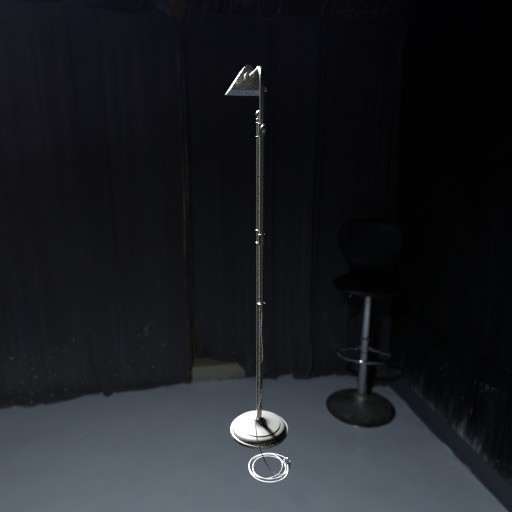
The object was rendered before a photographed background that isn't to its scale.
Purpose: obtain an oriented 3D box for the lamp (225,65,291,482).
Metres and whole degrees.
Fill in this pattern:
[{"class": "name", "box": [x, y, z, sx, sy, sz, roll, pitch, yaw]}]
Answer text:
[{"class": "lamp", "box": [0.000, 0.000, 1.880, 0.256, 1.571, 0.813, -2, 14, -9]}]
